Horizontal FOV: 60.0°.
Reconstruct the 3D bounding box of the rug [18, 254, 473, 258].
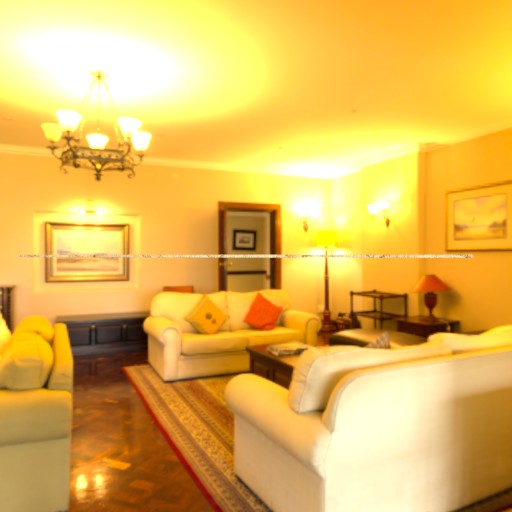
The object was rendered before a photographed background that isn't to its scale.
[{"bbox_3d":[0.000,0.000,2.845,2.292,0.014,1.528,0,0,17],"label":"rug"}]
